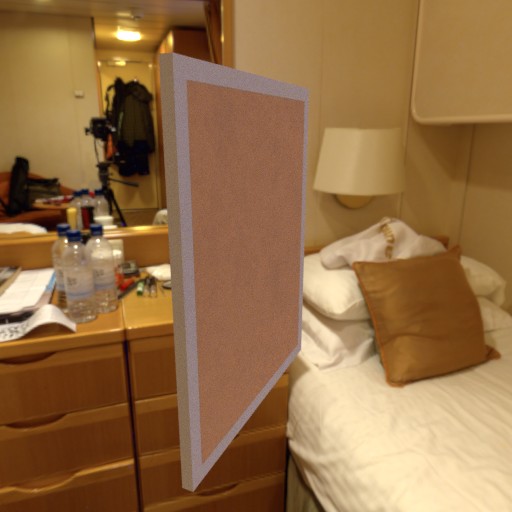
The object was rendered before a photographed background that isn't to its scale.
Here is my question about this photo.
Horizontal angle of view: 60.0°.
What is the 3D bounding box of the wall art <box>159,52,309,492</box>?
[{"bbox_3d":[0.000,0.000,1.074,0.026,0.811,0.661,7,17,24],"label":"wall art"}]
